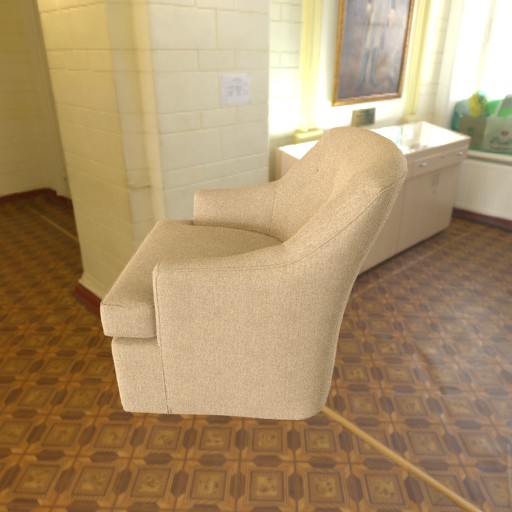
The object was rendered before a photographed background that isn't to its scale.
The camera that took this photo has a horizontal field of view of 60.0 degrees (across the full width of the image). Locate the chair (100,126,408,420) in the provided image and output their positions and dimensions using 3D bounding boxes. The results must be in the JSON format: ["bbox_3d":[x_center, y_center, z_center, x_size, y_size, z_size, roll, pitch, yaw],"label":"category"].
[{"bbox_3d":[0.000,0.000,1.624,0.923,0.856,0.864,1,24,2],"label":"chair"}]
